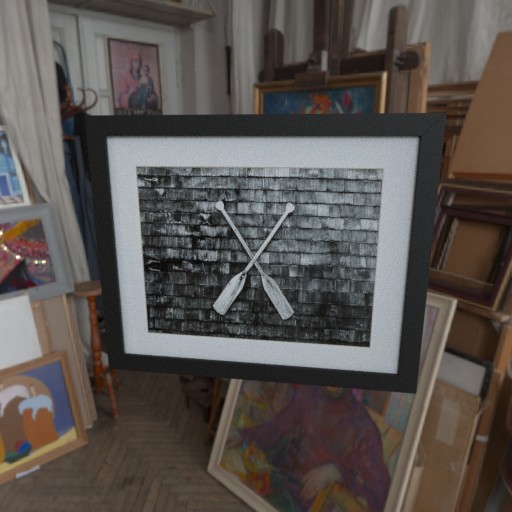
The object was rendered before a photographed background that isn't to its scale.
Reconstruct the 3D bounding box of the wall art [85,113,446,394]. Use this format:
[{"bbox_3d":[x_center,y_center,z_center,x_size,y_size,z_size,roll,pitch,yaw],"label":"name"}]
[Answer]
[{"bbox_3d":[0.000,0.000,0.751,0.558,0.457,0.029,2,15,8],"label":"wall art"}]
